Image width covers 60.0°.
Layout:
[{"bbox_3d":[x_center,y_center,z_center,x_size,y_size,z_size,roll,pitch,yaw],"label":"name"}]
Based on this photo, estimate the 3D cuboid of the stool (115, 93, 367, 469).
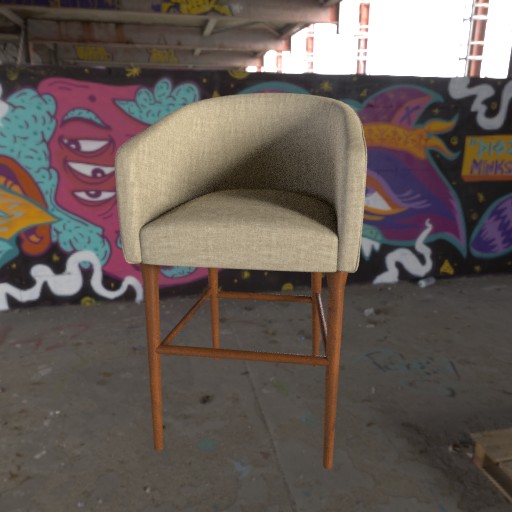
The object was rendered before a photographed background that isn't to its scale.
[{"bbox_3d":[0.000,0.000,1.308,0.559,0.952,0.635,2,16,8],"label":"stool"}]
